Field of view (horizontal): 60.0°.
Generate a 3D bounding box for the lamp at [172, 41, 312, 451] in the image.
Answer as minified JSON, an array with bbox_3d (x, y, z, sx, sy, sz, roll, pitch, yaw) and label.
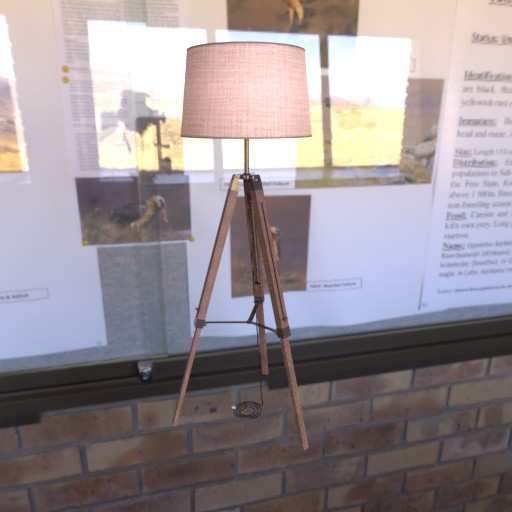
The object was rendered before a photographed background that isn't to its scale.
[{"bbox_3d":[0.000,0.000,1.775,0.587,1.510,0.604,16,23,42],"label":"lamp"}]
